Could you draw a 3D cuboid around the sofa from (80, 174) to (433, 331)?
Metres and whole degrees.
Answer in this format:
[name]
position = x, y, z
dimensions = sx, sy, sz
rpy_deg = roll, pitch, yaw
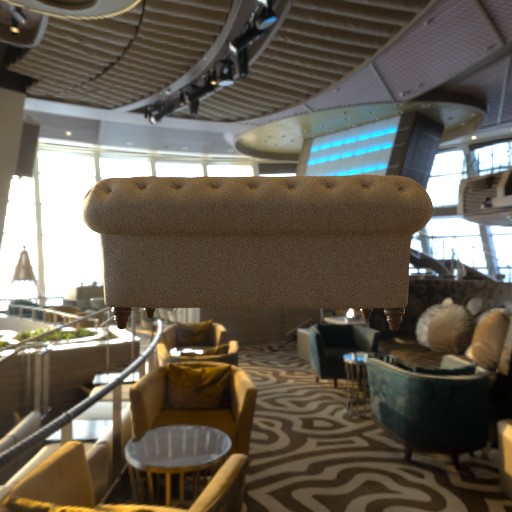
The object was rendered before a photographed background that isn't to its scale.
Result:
[sofa]
position = 0.000, 0.000, 2.649
dimensions = 1.988, 0.835, 1.069
rpy_deg = 0, -2, 2
